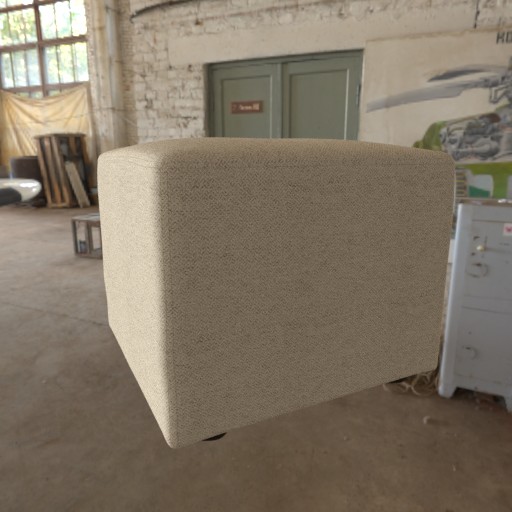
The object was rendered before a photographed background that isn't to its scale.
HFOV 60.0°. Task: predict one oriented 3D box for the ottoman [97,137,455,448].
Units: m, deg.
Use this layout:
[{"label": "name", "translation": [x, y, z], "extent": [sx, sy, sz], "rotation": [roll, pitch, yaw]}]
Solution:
[{"label": "ottoman", "translation": [0.000, 0.000, 0.882], "extent": [0.521, 0.453, 0.512], "rotation": [-7, 15, -26]}]
